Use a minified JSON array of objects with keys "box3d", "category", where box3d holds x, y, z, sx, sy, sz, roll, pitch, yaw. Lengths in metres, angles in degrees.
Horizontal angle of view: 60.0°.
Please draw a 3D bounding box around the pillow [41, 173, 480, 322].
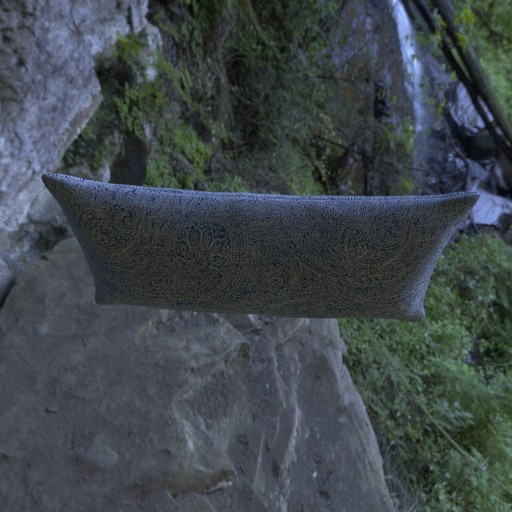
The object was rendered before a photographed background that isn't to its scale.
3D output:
[{"box3d":[0.000,0.000,0.724,0.615,0.295,0.151,3,46,3],"category":"pillow"}]
